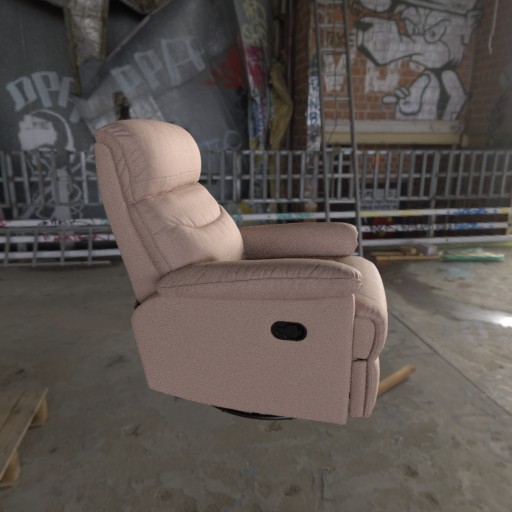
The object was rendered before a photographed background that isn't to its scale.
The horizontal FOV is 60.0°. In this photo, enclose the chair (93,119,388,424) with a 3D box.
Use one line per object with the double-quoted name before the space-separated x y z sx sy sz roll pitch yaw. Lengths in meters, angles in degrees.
"chair" 0.000 0.000 1.755 1.004 1.037 0.820 3 15 11
